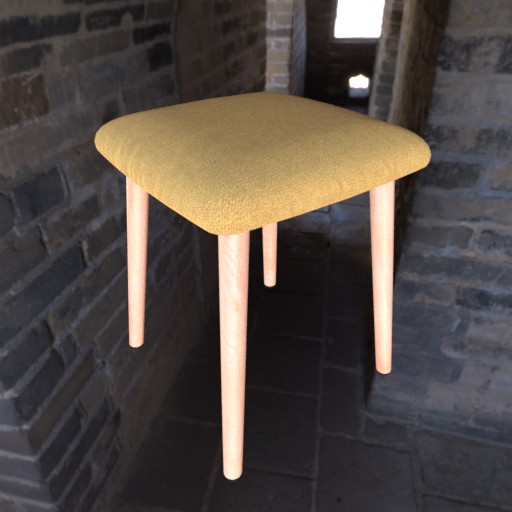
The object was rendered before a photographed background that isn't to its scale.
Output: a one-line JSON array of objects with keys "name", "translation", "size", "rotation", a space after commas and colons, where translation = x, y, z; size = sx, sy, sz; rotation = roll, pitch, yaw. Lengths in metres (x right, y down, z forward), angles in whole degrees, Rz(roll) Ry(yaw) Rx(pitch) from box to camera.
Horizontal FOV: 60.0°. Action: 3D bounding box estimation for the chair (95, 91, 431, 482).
[{"name": "chair", "translation": [0.000, 0.000, 0.689], "size": [0.350, 0.440, 0.350], "rotation": [-22, 38, -31]}]
